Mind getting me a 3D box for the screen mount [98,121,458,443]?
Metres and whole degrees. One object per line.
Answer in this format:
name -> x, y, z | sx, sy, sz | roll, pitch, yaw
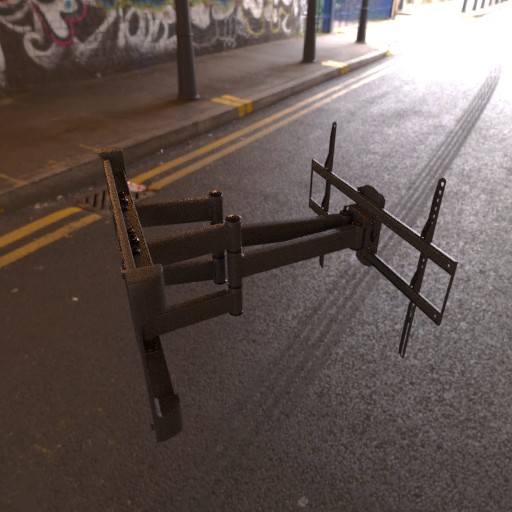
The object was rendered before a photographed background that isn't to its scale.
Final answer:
screen mount -> 0.000, 0.000, 1.100 | 0.644, 0.491, 0.661 | -11, 33, -17
